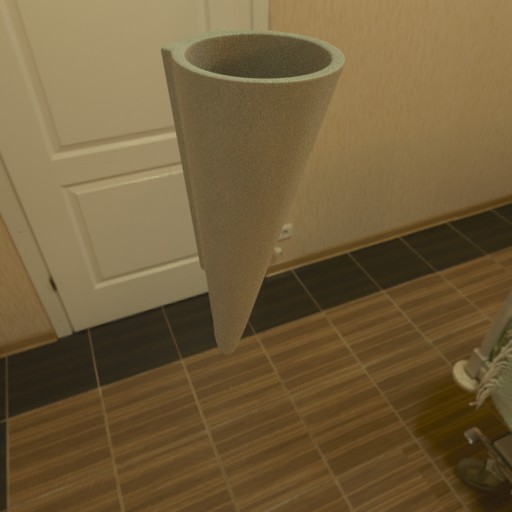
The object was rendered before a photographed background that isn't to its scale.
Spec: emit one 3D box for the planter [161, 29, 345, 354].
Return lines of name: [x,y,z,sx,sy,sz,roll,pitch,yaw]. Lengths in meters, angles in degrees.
planter: [0.000,0.000,0.220,0.064,0.191,0.057,27,47,27]
